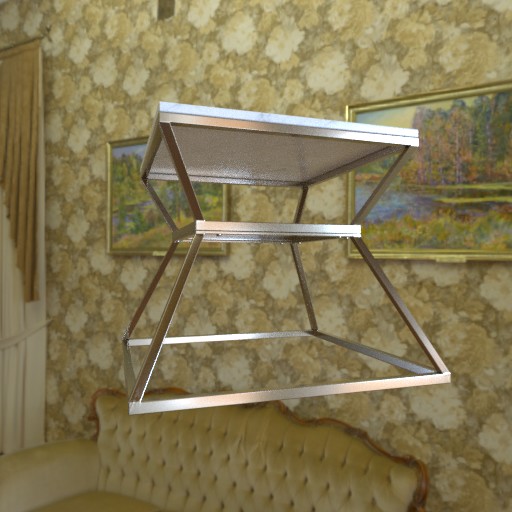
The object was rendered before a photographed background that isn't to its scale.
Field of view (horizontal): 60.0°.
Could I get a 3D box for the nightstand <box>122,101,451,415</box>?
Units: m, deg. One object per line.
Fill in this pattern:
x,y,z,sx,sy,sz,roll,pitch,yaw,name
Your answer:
0.000,0.000,0.904,0.514,0.426,0.513,0,-1,-18,nightstand
